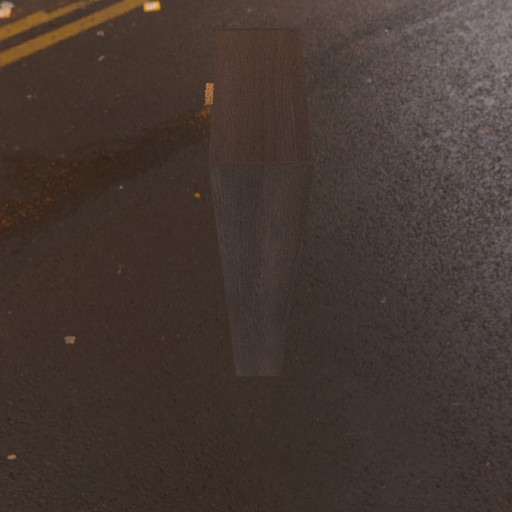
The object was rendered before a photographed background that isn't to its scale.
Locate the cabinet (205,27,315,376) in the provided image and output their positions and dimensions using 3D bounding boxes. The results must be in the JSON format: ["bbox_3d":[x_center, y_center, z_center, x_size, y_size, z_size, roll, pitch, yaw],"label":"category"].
[{"bbox_3d":[0.000,0.000,1.814,0.255,1.630,0.520,0,59,0],"label":"cabinet"}]
